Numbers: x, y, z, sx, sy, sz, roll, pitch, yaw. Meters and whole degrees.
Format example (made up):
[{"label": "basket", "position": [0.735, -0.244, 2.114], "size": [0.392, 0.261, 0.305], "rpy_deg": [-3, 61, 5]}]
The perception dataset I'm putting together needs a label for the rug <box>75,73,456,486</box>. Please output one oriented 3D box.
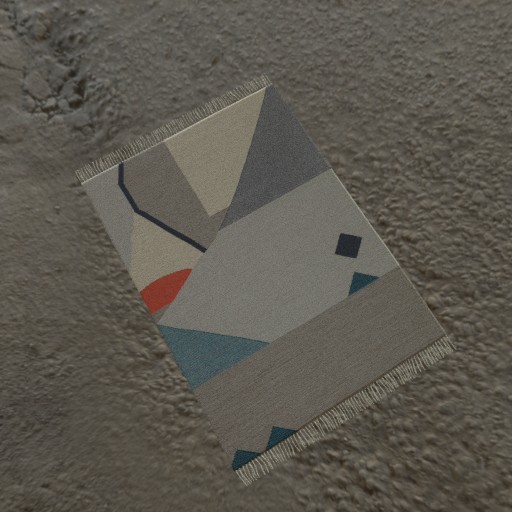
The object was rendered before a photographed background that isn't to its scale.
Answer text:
[{"label": "rug", "position": [0.000, 0.000, 2.294], "size": [1.220, 0.005, 1.828], "rpy_deg": [-30, 78, -7]}]
